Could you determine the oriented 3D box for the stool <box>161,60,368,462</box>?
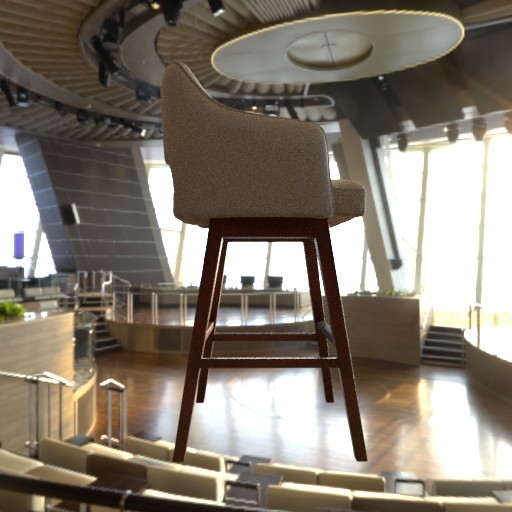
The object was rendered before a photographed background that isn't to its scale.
[{"bbox_3d":[0.000,0.000,1.323,0.558,1.012,0.548,0,0,0],"label":"stool"}]
